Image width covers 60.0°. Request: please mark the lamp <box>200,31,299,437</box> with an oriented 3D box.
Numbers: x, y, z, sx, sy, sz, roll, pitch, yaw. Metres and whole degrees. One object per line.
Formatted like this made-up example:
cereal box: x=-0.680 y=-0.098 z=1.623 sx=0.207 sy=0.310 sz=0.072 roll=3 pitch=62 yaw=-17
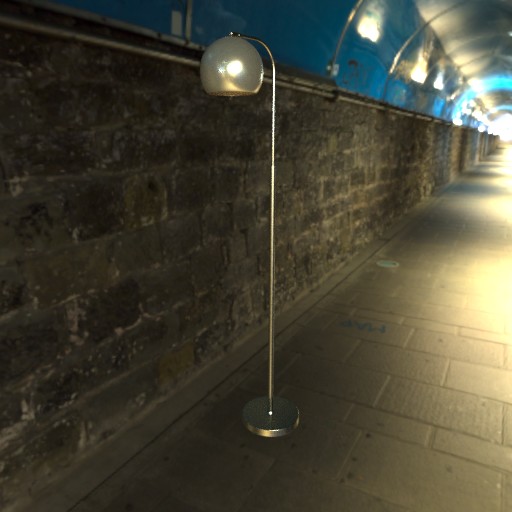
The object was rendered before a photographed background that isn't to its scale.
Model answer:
lamp: x=0.000 y=0.000 z=1.690 sx=0.250 sy=1.526 sz=0.431 roll=15 pitch=21 yaw=42
